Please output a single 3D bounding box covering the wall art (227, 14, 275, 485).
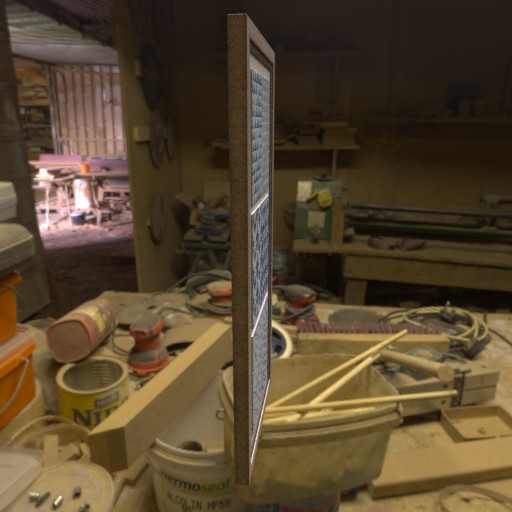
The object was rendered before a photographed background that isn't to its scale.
[{"bbox_3d":[0.000,0.000,1.630,0.051,1.461,0.648,2,17,8],"label":"wall art"}]
